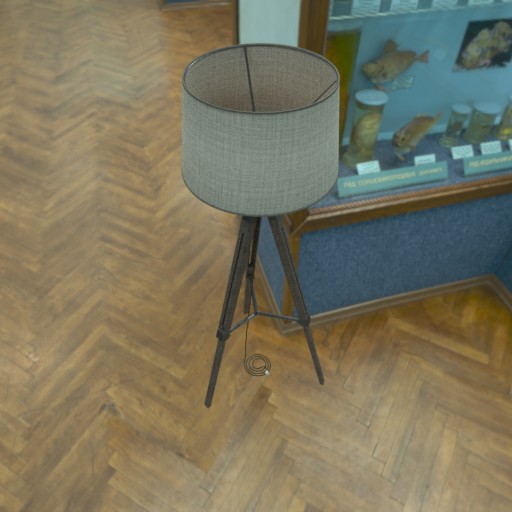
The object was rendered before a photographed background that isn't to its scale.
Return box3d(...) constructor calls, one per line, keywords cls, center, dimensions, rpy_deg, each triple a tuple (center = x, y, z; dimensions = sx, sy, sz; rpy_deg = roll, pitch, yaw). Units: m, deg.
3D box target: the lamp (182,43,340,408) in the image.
box3d(cls="lamp", center=(0.000, 0.000, 1.766), dimensions=(0.604, 1.510, 0.587), rpy_deg=(-10, 47, -9))
